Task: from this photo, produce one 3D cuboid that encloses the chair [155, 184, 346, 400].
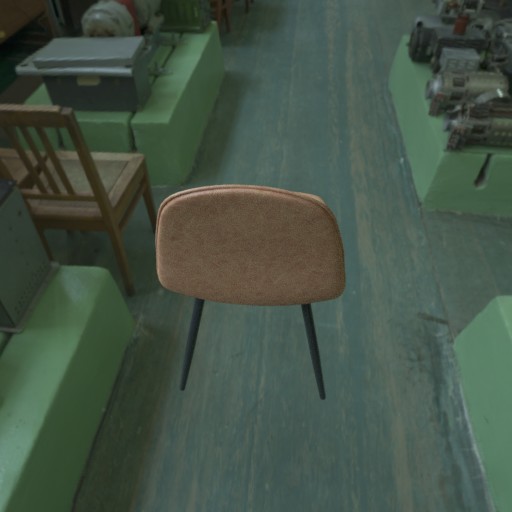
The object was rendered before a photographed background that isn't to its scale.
[{"bbox_3d":[0.000,0.000,1.235,0.472,0.889,0.561,3,46,3],"label":"chair"}]
